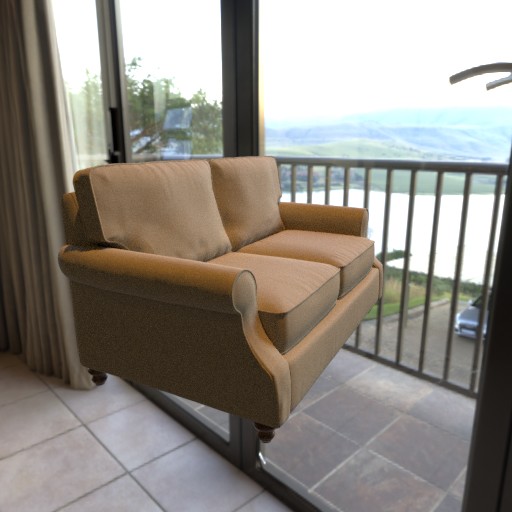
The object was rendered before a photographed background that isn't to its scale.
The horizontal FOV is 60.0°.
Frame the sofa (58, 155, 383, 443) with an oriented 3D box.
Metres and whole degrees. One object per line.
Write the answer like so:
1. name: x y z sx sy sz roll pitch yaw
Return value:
1. sofa: 0.000 0.000 2.201 0.964 0.937 1.665 7 16 27
